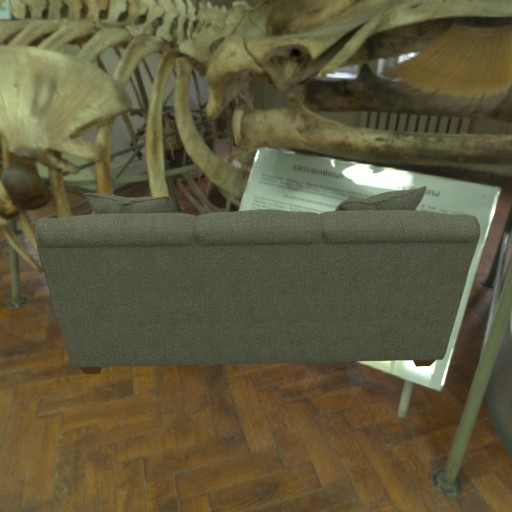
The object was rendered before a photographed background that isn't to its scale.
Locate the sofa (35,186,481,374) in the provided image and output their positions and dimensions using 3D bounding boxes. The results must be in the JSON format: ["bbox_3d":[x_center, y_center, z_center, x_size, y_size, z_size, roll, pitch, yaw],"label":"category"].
[{"bbox_3d":[0.000,0.000,2.588,2.024,0.958,0.997,-1,30,-1],"label":"sofa"}]
